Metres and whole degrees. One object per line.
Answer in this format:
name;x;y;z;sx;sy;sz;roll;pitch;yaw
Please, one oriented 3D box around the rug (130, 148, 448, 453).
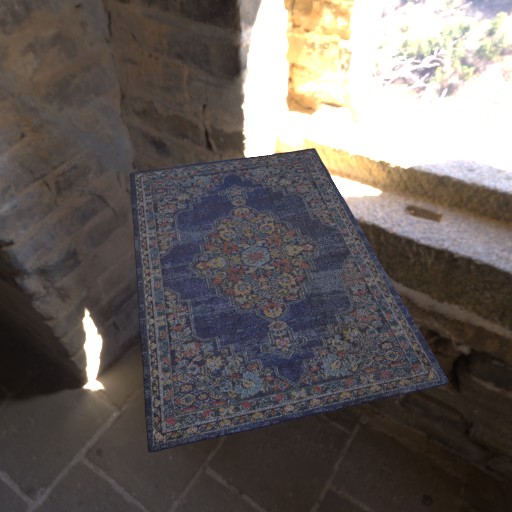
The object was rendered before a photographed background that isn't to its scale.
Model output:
rug;0.000;0.000;3.853;2.053;0.011;2.940;-10;48;-9
